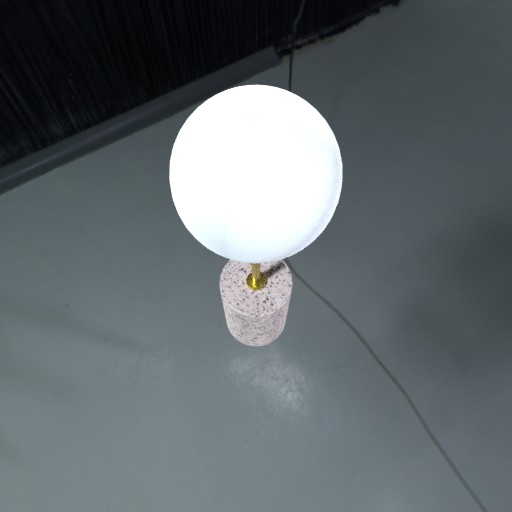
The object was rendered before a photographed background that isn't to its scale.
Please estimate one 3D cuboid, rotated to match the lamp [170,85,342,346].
[{"bbox_3d":[0.000,0.000,0.546,0.153,0.480,0.153,0,64,0],"label":"lamp"}]
